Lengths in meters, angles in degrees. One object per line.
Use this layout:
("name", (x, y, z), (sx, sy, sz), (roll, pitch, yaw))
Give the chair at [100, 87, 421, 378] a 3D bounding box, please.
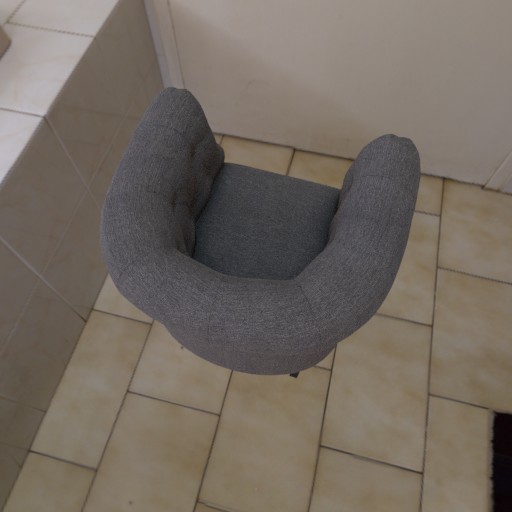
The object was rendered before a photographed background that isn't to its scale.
("chair", (0.000, 0.000, 1.593), (0.905, 0.827, 0.852), (15, 63, 8))
